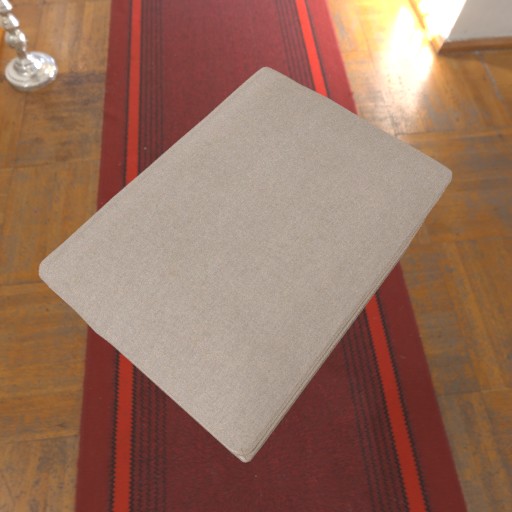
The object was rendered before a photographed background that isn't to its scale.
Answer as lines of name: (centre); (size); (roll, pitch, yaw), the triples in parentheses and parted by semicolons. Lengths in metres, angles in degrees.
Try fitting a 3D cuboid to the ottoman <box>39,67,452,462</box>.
ottoman: (0.000, 0.000, 1.220); (0.617, 0.503, 0.846); (36, 69, 16)
